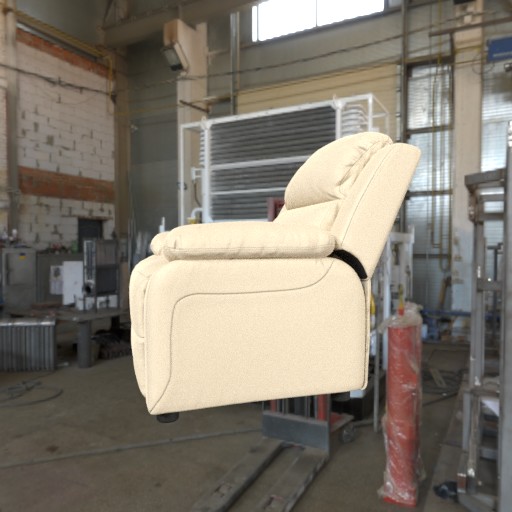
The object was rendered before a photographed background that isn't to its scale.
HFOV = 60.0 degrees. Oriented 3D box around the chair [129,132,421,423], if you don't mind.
[{"bbox_3d":[0.000,0.000,1.290,0.709,0.702,0.680,0,1,-16],"label":"chair"}]
